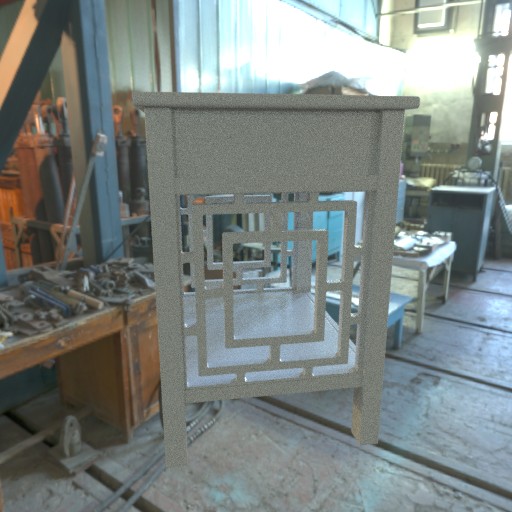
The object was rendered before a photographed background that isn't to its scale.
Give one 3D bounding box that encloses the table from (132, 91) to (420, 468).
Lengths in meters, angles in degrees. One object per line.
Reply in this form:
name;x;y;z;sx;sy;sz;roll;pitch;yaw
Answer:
table;0.000;0.000;1.012;0.451;0.646;0.564;-2;15;-9
